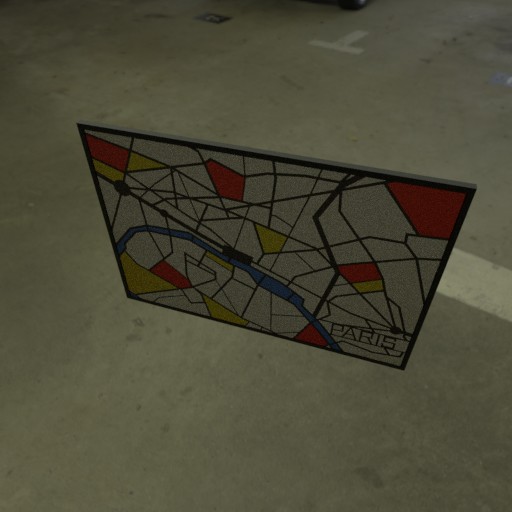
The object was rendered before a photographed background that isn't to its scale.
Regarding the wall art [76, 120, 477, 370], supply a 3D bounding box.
[{"bbox_3d":[0.000,0.000,0.865,0.664,0.458,0.013,12,44,13],"label":"wall art"}]
